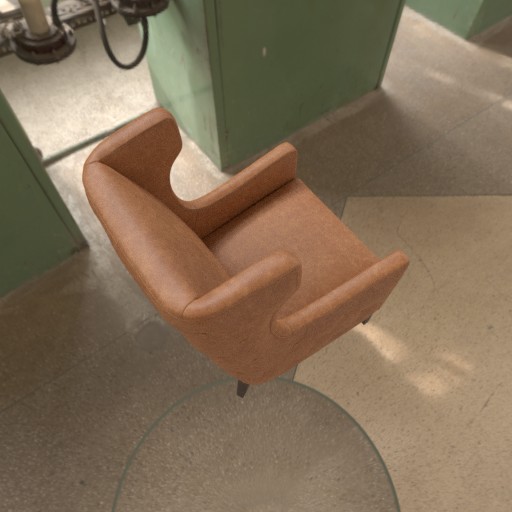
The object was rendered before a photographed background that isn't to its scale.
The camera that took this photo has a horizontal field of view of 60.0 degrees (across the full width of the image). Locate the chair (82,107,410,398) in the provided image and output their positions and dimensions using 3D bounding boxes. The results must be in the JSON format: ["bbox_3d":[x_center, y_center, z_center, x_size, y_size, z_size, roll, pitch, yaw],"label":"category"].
[{"bbox_3d":[0.000,0.000,1.689,0.899,1.079,0.766,-31,64,-17],"label":"chair"}]
